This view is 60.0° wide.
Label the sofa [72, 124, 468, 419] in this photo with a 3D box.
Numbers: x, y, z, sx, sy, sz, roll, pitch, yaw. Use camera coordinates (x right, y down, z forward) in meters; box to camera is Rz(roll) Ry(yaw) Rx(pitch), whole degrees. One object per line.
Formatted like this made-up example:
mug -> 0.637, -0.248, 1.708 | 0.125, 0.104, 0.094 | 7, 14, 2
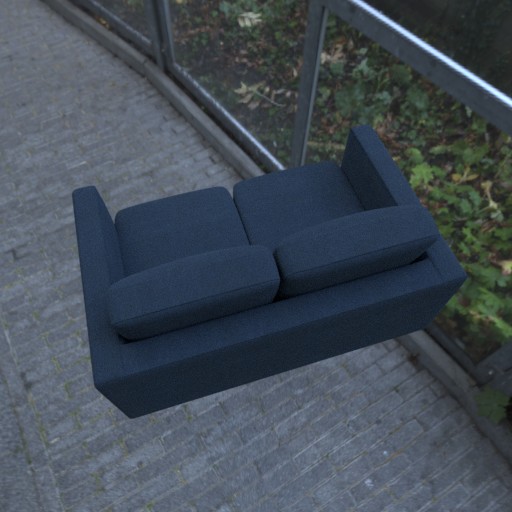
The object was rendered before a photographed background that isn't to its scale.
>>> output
sofa -> 0.000, 0.000, 2.149 | 1.518, 0.930, 0.999 | -15, 59, -9
